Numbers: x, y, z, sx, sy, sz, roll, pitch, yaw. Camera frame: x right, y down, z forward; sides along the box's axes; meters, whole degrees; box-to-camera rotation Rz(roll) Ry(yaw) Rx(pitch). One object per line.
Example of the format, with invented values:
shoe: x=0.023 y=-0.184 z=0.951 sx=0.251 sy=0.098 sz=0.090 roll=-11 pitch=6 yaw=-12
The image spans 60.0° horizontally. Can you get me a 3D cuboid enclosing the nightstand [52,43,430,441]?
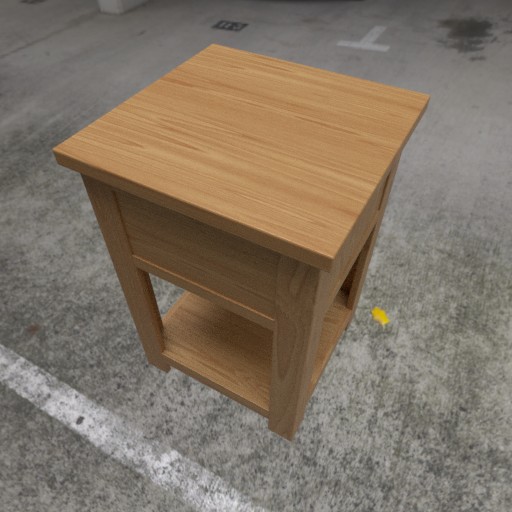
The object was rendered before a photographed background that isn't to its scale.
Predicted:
nightstand: x=0.000 y=0.000 z=0.902 sx=0.428 sy=0.614 sz=0.418 roll=22 pitch=51 yaw=19
